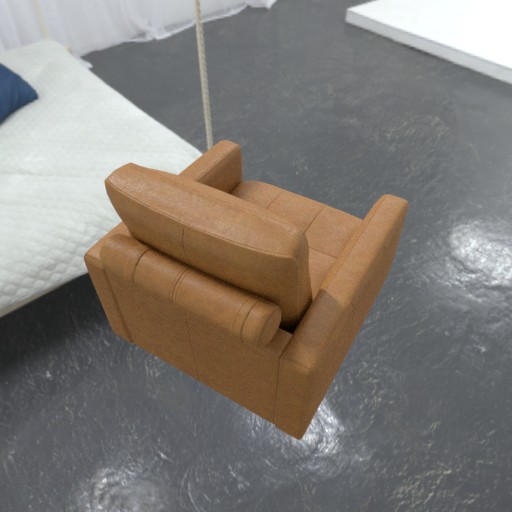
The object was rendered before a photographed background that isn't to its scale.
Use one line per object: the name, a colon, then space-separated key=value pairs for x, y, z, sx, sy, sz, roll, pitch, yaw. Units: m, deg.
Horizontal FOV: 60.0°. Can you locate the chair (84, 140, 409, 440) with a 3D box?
chair: x=0.000 y=0.000 z=1.575 sx=0.831 sy=0.896 sz=0.868 roll=23 pitch=51 yaw=21
